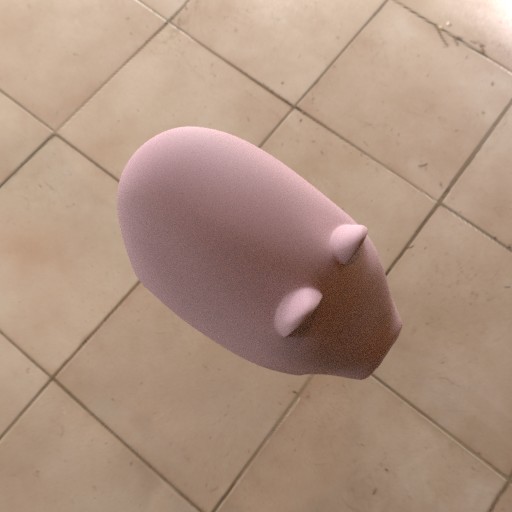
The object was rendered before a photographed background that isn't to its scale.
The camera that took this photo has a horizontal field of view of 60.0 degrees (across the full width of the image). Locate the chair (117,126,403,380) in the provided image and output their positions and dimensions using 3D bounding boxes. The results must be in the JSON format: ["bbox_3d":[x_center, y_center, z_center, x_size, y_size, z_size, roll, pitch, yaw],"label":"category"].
[{"bbox_3d":[0.000,0.000,0.868,0.619,0.423,0.364,36,78,9],"label":"chair"}]
